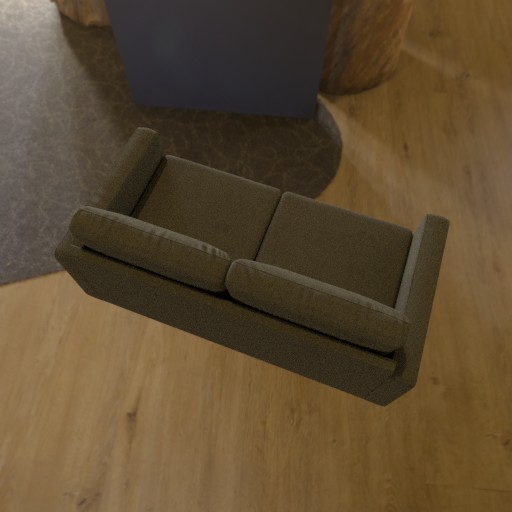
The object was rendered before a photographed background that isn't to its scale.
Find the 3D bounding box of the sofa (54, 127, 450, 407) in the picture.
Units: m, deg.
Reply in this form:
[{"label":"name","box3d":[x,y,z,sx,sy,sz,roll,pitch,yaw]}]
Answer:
[{"label":"sofa","box3d":[0.000,0.000,2.321,1.730,0.897,0.889,19,64,10]}]
